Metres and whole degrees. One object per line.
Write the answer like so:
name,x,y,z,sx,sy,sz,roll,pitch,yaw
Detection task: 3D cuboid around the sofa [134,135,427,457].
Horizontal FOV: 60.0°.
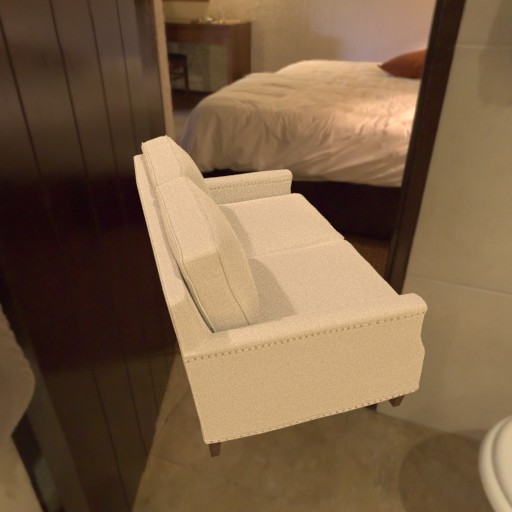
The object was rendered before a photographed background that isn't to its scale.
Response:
sofa,0.000,0.000,2.338,1.084,1.003,1.597,-9,33,-15
